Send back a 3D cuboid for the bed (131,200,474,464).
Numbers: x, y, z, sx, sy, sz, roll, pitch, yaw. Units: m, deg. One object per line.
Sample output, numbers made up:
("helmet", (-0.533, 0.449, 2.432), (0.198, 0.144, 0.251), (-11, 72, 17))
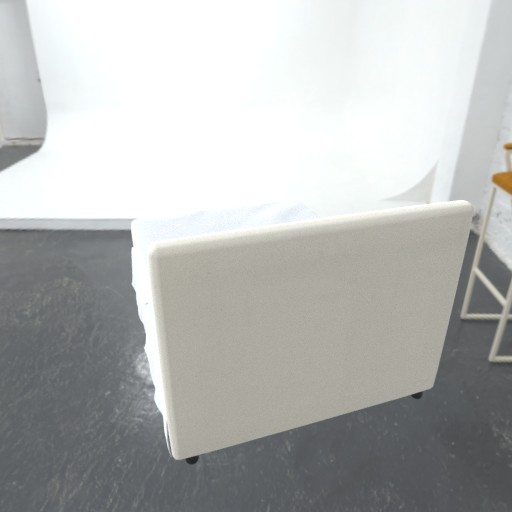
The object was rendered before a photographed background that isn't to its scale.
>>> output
("bed", (0.000, 0.000, 3.194), (1.713, 1.330, 2.142), (-9, 28, -17))
